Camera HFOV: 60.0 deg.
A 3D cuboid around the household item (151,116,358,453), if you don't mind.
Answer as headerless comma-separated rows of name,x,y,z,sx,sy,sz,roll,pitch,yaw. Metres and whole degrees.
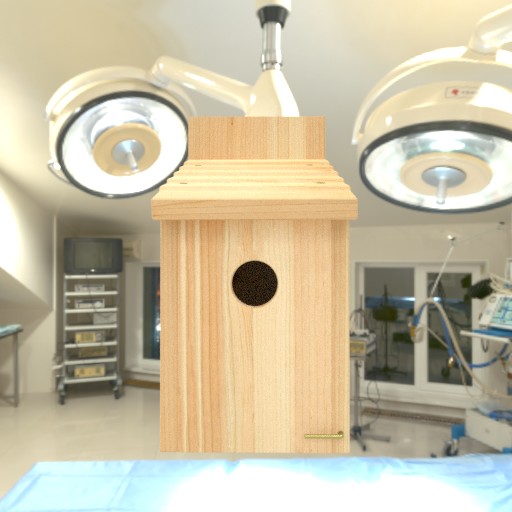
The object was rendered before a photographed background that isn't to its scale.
household item,0.000,0.000,0.402,0.149,0.300,0.171,0,-1,1
